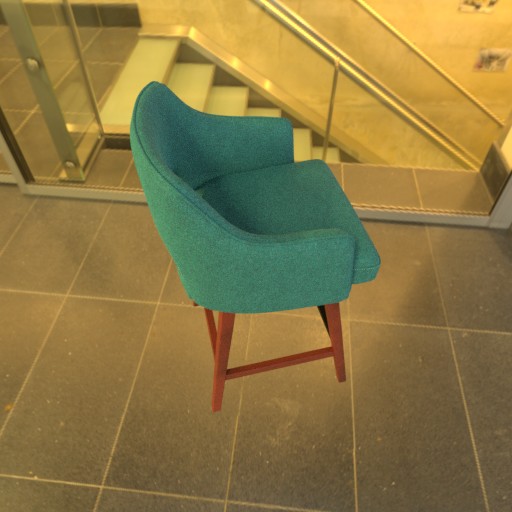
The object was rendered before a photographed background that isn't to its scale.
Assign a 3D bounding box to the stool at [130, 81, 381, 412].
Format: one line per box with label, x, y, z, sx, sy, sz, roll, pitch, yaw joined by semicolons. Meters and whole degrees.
stool;0.000;0.000;1.321;0.556;0.961;0.548;-10;49;-9
